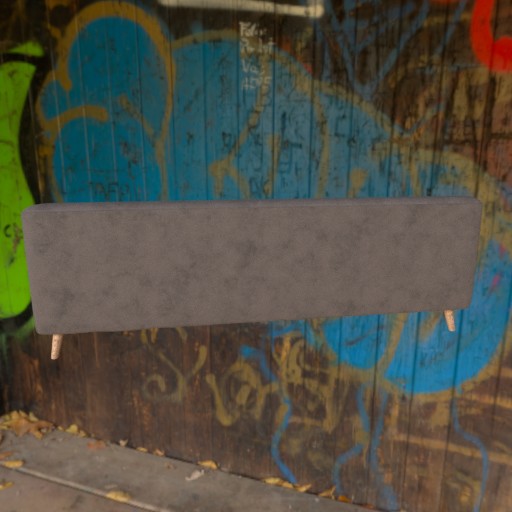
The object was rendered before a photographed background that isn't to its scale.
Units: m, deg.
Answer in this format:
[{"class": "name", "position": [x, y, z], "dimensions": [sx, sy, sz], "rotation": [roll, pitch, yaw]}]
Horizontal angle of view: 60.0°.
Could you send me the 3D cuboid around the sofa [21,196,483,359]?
[{"class": "sofa", "position": [0.000, 0.000, 2.561], "dimensions": [2.190, 0.740, 0.900], "rotation": [-2, 14, -9]}]
